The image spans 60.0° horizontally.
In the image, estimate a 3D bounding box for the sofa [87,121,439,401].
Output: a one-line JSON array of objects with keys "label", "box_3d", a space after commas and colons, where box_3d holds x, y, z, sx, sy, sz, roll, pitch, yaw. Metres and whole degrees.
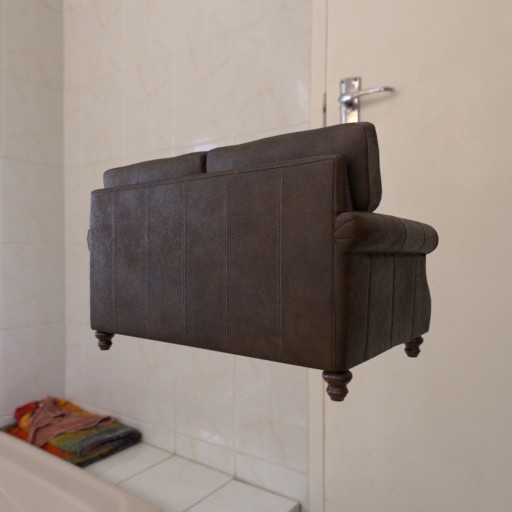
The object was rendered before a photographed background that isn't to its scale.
[{"label": "sofa", "box_3d": [0.000, 0.000, 2.249, 1.616, 0.976, 0.990, 0, 0, 37]}]
